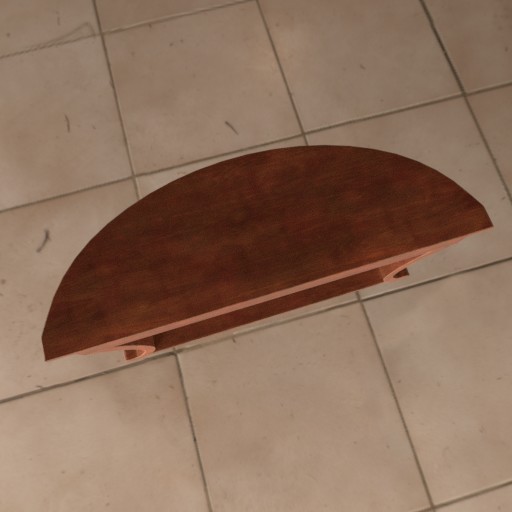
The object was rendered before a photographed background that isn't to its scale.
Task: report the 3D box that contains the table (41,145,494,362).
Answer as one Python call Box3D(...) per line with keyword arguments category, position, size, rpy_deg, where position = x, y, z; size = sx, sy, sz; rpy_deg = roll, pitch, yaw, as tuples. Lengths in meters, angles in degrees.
Box3D(category="table", position=(0.000, 0.000, 1.512), size=(1.198, 0.699, 0.394), rpy_deg=(-16, 76, -4))
